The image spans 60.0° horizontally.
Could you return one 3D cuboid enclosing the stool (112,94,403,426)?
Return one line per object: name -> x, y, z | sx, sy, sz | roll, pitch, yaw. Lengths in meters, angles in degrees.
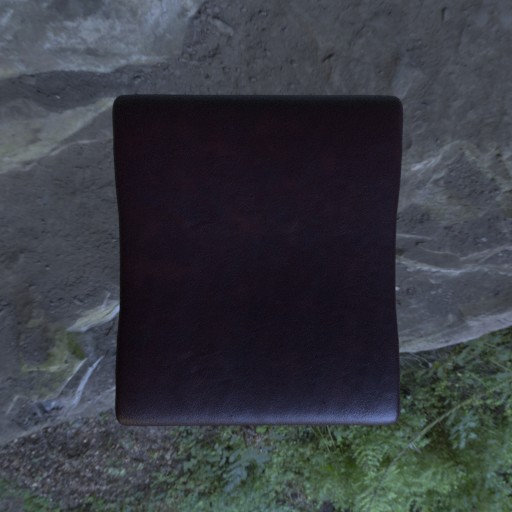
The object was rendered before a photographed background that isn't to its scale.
stool -> 0.000, 0.000, 0.894 | 0.397, 0.608, 0.465 | 0, 92, -1
